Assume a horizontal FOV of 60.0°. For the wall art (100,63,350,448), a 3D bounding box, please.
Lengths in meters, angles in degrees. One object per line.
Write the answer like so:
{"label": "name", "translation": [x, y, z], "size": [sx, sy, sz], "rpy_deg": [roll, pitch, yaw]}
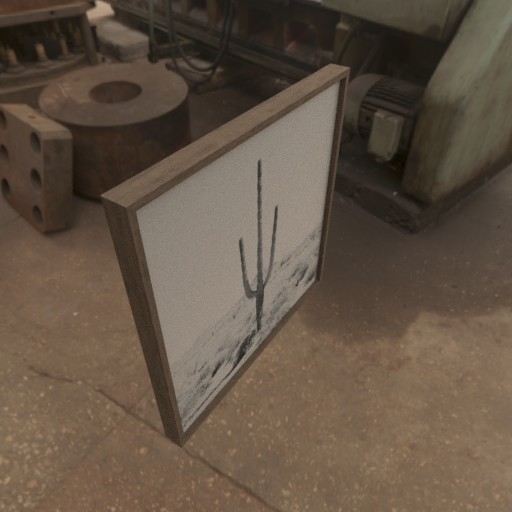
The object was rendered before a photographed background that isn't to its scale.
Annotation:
{"label": "wall art", "translation": [0.000, 0.000, 0.773], "size": [0.038, 0.508, 0.508], "rpy_deg": [25, 47, 26]}
